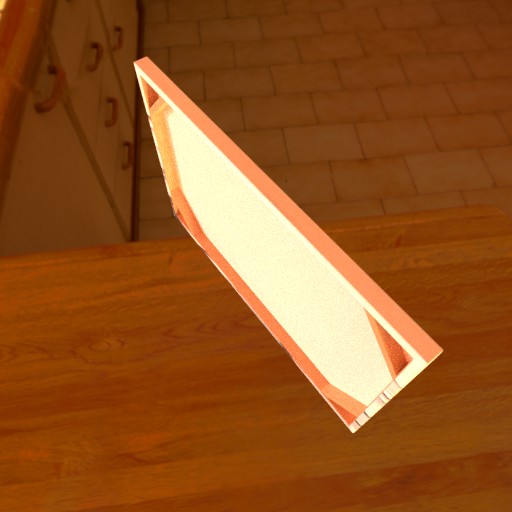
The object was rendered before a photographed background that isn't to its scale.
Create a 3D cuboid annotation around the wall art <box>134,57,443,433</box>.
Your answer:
[{"bbox_3d":[0.000,0.000,1.128,0.039,0.609,0.914,-33,64,-18],"label":"wall art"}]
